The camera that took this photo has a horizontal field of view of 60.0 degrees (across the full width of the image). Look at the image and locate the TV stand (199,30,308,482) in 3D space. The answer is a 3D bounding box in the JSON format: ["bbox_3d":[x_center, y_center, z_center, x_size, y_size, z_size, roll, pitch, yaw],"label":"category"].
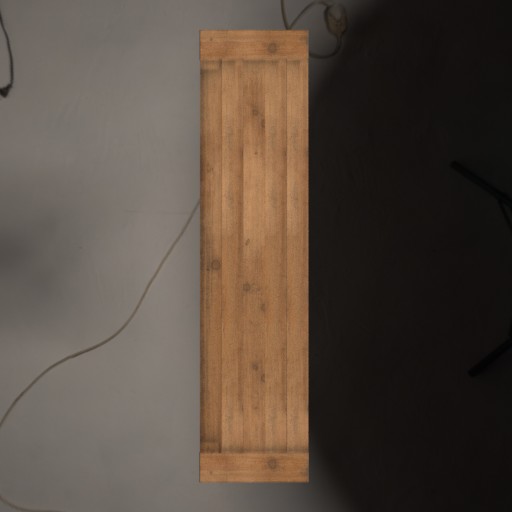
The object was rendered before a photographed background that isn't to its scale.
[{"bbox_3d":[0.000,0.000,2.049,0.453,0.573,1.804,0,90,0],"label":"TV stand"}]
